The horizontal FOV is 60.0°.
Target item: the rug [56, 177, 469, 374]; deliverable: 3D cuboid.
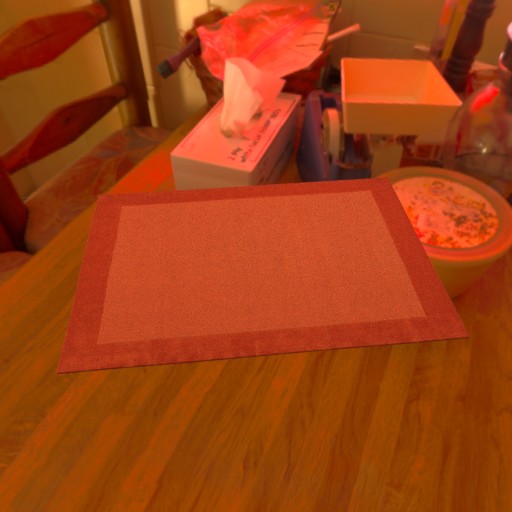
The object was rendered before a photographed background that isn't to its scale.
[{"bbox_3d":[0.000,0.000,2.368,1.829,0.014,1.219,-4,46,-4],"label":"rug"}]
